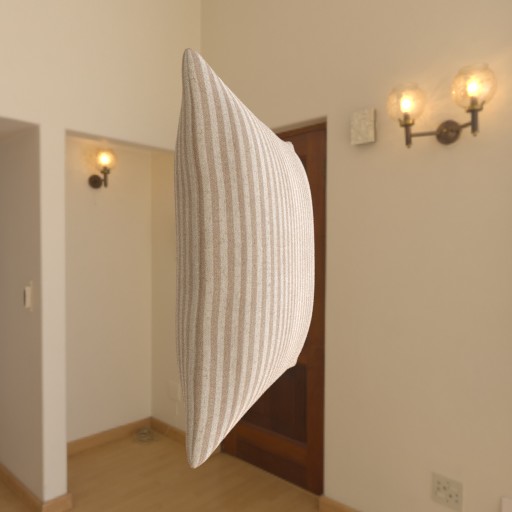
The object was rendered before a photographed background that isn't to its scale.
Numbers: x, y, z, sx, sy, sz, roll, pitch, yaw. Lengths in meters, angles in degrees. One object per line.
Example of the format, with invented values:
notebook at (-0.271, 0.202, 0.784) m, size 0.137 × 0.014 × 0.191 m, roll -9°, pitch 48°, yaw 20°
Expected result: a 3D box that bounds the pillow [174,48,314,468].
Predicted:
pillow at (0.000, 0.000, 0.772) m, size 0.166 × 0.510 × 0.523 m, roll 0°, pitch 1°, yaw 18°
